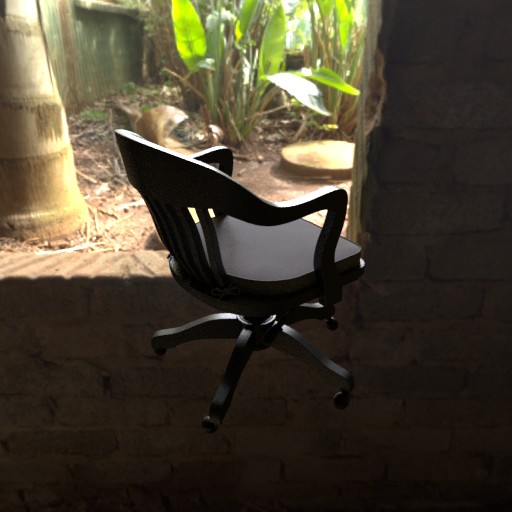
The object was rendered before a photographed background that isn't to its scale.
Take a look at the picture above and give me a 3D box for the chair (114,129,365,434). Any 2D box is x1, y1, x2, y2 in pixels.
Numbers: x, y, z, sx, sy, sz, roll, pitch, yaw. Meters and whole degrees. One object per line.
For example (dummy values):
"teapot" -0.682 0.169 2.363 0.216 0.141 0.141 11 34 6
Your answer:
"chair" 0.000 0.000 1.463 0.788 0.878 0.750 -18 32 -31
